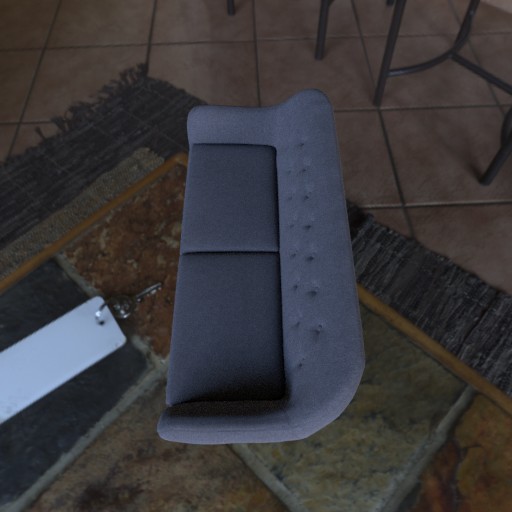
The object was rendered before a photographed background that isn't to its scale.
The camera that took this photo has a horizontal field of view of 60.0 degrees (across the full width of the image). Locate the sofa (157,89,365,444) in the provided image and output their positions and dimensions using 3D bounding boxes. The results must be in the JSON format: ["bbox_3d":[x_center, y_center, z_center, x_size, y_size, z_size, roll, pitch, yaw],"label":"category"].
[{"bbox_3d":[0.000,0.000,2.304,0.820,0.820,1.840,0,60,0],"label":"sofa"}]
